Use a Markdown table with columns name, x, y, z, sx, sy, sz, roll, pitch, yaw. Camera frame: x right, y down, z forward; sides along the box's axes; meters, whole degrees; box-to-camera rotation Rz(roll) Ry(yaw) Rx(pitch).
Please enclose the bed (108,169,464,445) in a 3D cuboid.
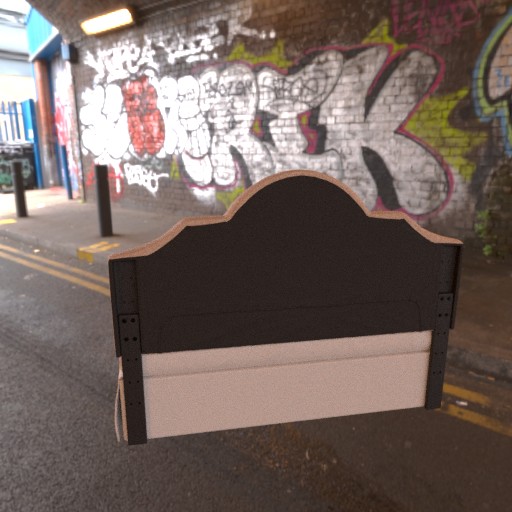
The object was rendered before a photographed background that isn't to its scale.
| name | x | y | z | sx | sy | sz | roll | pitch | yaw |
| --- | --- | --- | --- | --- | --- | --- | --- | --- | --- |
| bed | 0.000 | 0.000 | 2.881 | 1.667 | 1.194 | 1.970 | -3 | 14 | -11 |
